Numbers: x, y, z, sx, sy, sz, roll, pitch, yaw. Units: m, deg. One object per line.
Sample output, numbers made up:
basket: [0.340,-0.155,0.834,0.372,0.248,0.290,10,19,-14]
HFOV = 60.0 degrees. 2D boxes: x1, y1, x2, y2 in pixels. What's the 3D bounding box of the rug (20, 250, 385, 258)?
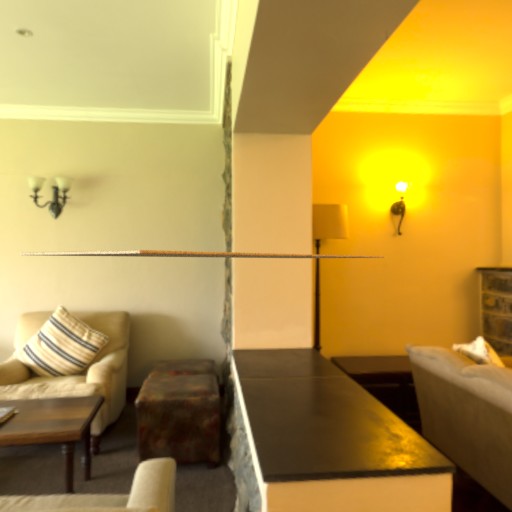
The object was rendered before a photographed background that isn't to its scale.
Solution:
rug: [0.000,0.000,2.685,0.775,0.012,2.452,0,-1,35]
